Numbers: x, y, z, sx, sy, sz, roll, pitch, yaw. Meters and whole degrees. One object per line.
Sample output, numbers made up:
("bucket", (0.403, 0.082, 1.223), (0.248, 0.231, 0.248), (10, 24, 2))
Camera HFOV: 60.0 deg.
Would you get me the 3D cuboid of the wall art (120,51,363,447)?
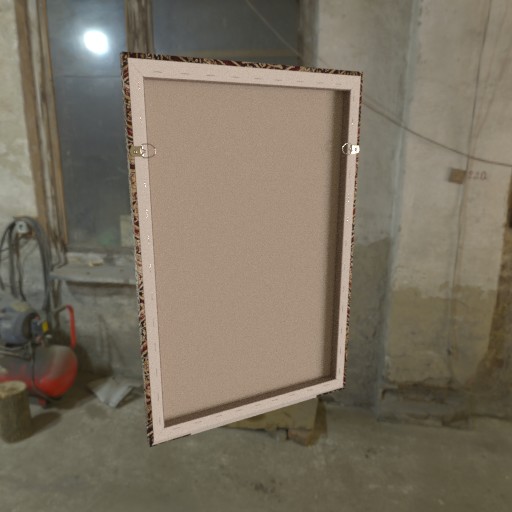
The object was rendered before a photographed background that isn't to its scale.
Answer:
("wall art", (0.000, 0.000, 1.123), (0.599, 0.904, 0.030), (-7, 16, -26))
